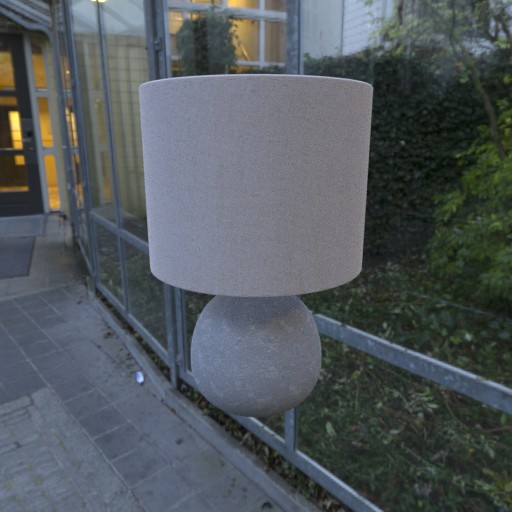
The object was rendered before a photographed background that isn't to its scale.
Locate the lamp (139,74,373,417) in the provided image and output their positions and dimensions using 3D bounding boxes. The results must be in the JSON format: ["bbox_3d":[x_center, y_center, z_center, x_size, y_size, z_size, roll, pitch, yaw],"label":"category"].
[{"bbox_3d":[0.000,0.000,0.578,0.269,0.409,0.269,-8,17,-27],"label":"lamp"}]
